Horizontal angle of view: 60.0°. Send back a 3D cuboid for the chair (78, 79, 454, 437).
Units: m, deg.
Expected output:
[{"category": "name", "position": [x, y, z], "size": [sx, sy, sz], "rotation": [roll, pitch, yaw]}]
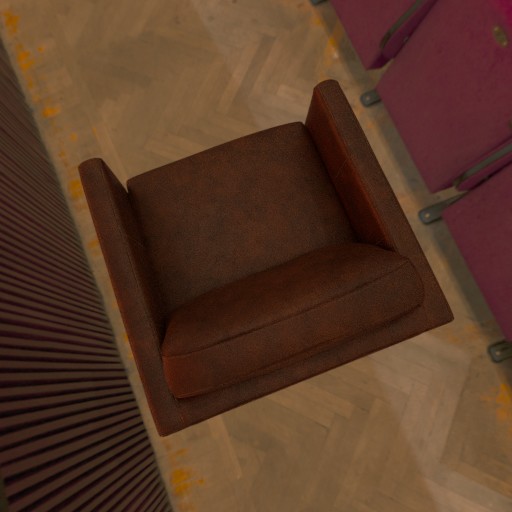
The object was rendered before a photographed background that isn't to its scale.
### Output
[{"category": "chair", "position": [0.000, 0.000, 1.727], "size": [0.990, 0.864, 0.975], "rotation": [-20, 76, -5]}]
